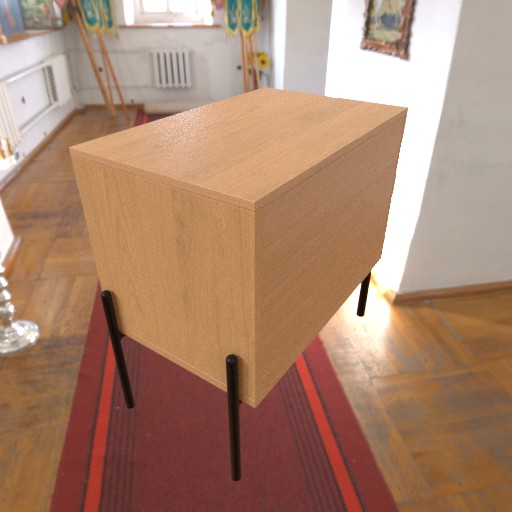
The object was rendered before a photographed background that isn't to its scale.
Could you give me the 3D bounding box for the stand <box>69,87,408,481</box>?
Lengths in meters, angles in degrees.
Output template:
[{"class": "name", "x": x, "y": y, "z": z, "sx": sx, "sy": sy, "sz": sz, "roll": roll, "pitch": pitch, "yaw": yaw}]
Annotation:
[{"class": "stand", "x": 0.000, "y": 0.000, "z": 1.009, "sx": 0.400, "sy": 0.600, "sz": 0.630, "roll": 20, "pitch": 37, "yaw": 29}]
